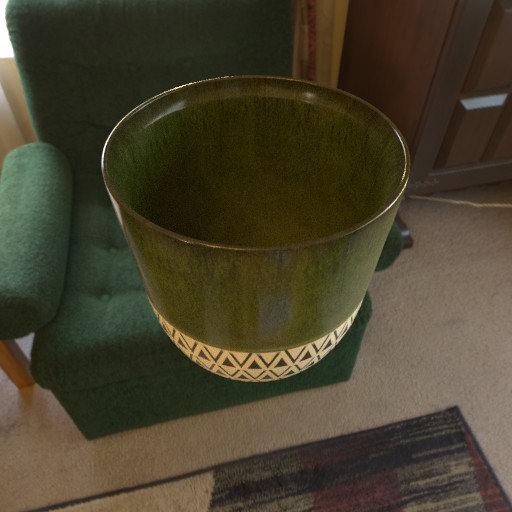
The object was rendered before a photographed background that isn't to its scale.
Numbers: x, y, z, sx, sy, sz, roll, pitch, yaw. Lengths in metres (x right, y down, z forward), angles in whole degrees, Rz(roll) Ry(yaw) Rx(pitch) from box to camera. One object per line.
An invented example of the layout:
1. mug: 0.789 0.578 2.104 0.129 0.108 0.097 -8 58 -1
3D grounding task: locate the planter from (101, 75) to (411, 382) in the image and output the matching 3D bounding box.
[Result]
1. planter: 0.000 0.000 0.458 0.245 0.270 0.245 0 47 0
